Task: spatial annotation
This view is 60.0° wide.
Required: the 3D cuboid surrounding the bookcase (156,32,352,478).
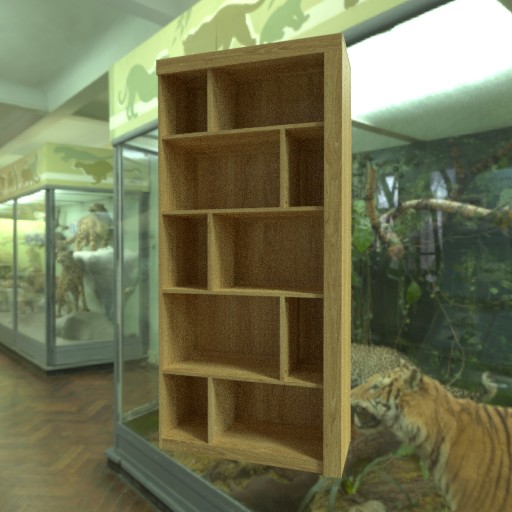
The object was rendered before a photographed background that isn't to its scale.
[{"bbox_3d":[0.000,0.000,2.350,0.950,2.020,0.420,0,1,18],"label":"bookcase"}]
